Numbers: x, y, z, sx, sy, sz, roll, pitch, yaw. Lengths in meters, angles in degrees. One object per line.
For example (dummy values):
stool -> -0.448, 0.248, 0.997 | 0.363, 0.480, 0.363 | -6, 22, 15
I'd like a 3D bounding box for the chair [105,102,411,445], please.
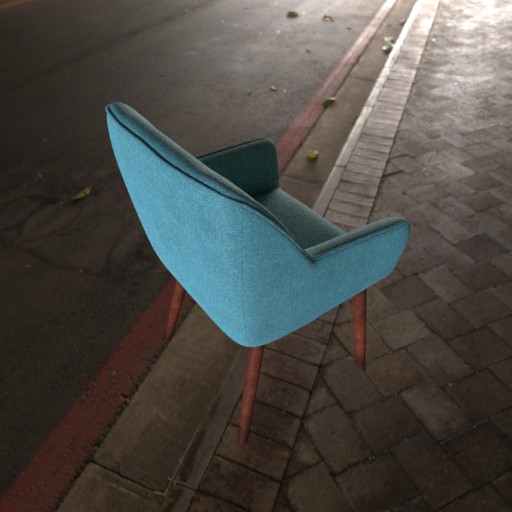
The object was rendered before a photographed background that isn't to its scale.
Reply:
chair -> 0.000, 0.000, 1.157 | 0.519, 0.803, 0.543 | -26, 47, -27
